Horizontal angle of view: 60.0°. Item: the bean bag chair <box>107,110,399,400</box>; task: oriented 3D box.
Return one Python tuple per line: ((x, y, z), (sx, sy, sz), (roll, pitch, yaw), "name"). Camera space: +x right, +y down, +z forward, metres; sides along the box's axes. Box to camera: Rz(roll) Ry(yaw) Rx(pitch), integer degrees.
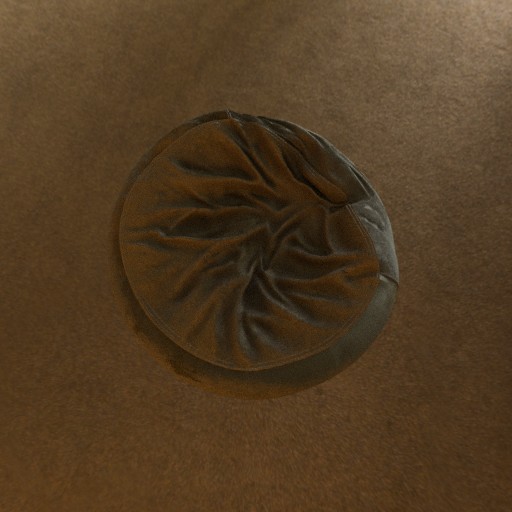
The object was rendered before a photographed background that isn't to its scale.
((0.000, 0.000, 1.507), (0.918, 0.605, 0.918), (0, 75, 0), "bean bag chair")
